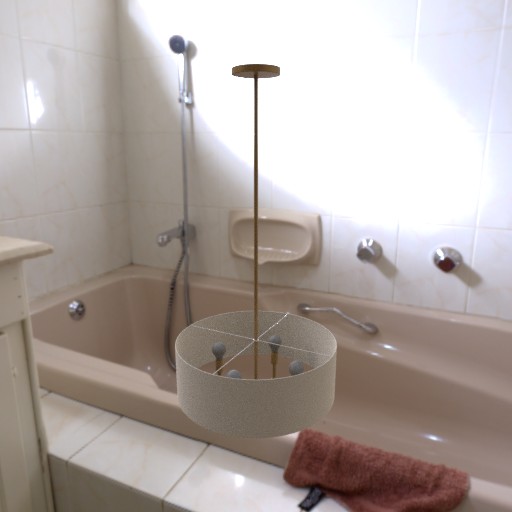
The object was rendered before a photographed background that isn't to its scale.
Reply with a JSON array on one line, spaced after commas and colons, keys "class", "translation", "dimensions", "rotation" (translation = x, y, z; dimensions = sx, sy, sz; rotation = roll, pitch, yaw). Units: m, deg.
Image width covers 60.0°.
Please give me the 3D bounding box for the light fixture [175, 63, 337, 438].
[{"class": "light fixture", "translation": [0.000, 0.000, 1.348], "dimensions": [0.508, 1.067, 0.508], "rotation": [0, 14, 0]}]
